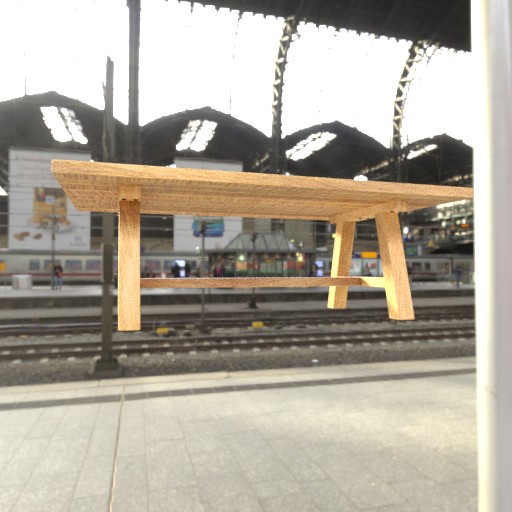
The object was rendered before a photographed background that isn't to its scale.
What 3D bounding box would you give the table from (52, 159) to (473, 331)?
[{"bbox_3d":[0.000,0.000,1.673,1.320,0.455,0.760,1,-2,-17],"label":"table"}]
